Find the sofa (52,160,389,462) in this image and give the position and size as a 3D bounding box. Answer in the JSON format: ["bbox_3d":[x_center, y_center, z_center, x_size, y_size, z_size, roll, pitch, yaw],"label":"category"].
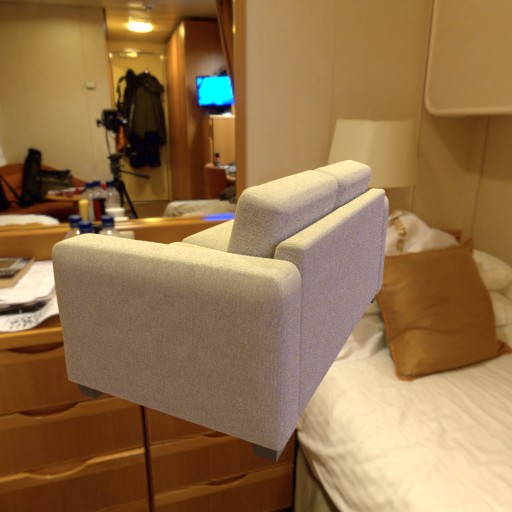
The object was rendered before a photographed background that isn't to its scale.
[{"bbox_3d":[0.000,0.000,2.016,0.900,0.800,1.540,8,18,25],"label":"sofa"}]
